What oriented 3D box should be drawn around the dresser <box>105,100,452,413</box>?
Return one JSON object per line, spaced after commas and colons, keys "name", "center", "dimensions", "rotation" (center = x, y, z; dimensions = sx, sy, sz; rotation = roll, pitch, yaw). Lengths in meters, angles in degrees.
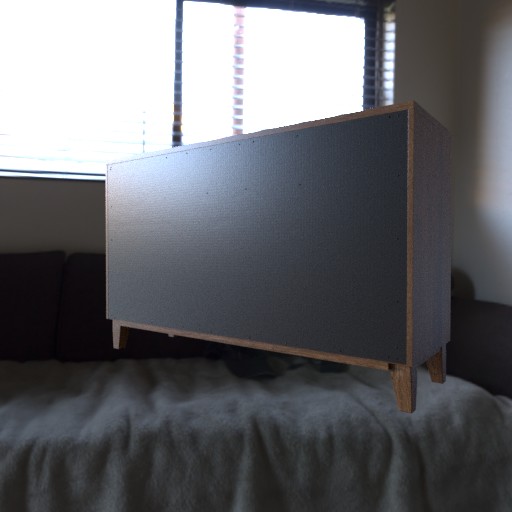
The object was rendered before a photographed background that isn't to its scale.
{"name": "dresser", "center": [0.000, 0.000, 1.811], "dimensions": [1.400, 0.873, 0.446], "rotation": [1, 1, 37]}
